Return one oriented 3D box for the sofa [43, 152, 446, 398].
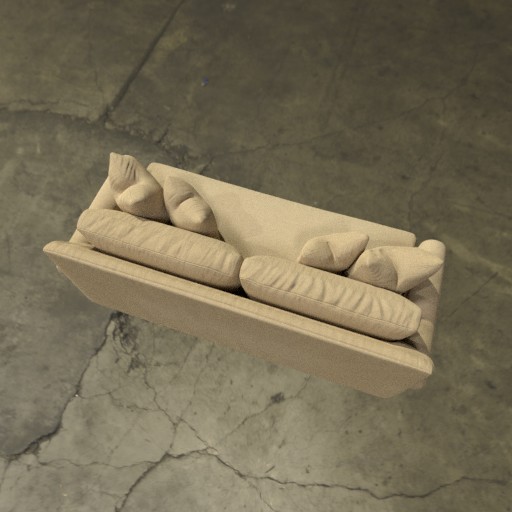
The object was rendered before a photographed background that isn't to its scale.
[{"bbox_3d":[0.000,0.000,2.844,2.285,0.904,1.067,17,65,8],"label":"sofa"}]
